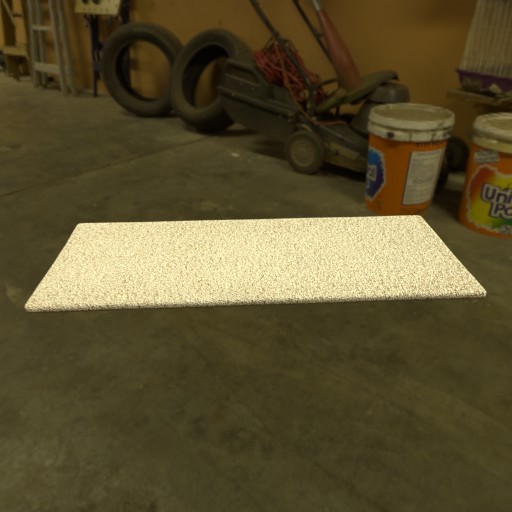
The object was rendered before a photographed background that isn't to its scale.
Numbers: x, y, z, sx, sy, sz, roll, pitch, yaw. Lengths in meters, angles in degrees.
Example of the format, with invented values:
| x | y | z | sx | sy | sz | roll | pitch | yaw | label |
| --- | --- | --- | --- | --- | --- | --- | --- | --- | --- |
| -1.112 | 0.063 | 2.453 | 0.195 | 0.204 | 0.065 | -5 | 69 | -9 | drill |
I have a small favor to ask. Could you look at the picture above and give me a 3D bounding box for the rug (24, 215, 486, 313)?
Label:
| x | y | z | sx | sy | sz | roll | pitch | yaw | label |
| --- | --- | --- | --- | --- | --- | --- | --- | --- | --- |
| 0.000 | 0.000 | 1.714 | 1.524 | 0.030 | 0.609 | -2 | 30 | -3 | rug |
